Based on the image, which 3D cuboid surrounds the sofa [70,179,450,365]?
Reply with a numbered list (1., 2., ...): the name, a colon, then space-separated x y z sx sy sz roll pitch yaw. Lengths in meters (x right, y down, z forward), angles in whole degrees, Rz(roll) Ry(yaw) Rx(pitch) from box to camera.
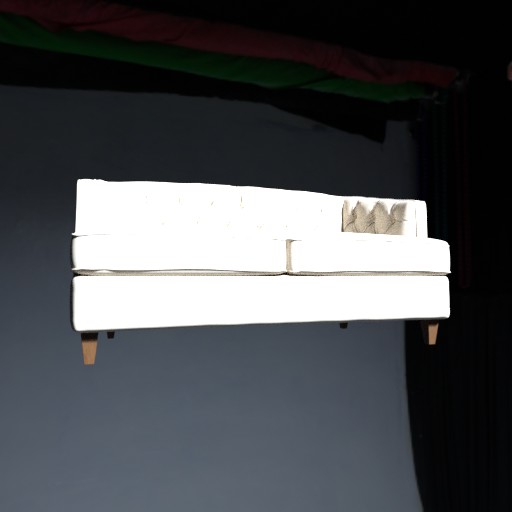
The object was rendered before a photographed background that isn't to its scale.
1. sofa: 0.000 0.000 2.301 1.731 0.878 0.940 1 -3 -18
